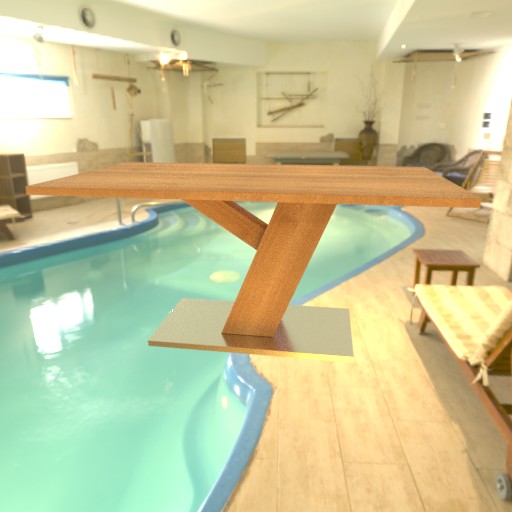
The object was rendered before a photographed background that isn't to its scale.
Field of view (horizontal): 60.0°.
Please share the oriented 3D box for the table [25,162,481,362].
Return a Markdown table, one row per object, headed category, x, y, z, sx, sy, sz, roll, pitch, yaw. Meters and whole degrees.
| category | x | y | z | sx | sy | sz | roll | pitch | yaw |
| --- | --- | --- | --- | --- | --- | --- | --- | --- | --- |
| table | 0.000 | 0.000 | 2.072 | 1.600 | 0.750 | 0.900 | 3 | 18 | 9 |
